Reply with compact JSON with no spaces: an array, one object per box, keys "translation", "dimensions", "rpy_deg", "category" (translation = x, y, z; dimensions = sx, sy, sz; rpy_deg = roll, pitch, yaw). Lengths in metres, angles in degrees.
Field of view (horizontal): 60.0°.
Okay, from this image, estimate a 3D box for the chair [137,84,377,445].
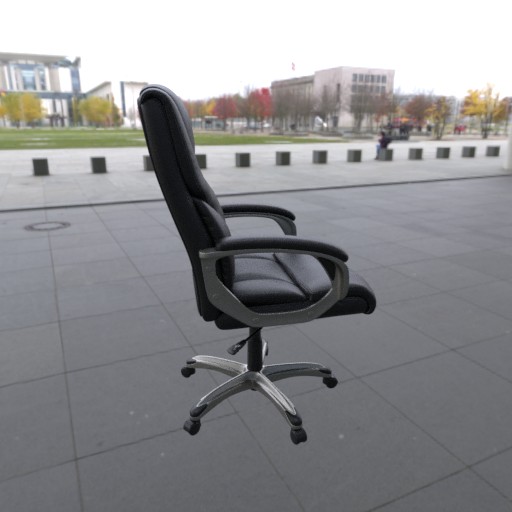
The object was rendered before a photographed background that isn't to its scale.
[{"translation":[0.000,0.000,1.611],"dimensions":[0.739,1.155,0.663],"rpy_deg":[-3,17,-10],"category":"chair"}]
